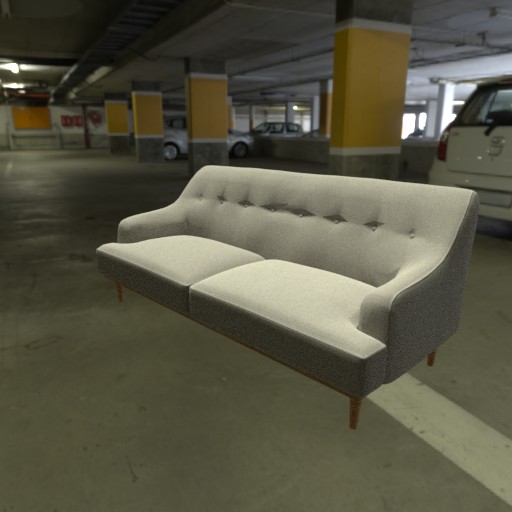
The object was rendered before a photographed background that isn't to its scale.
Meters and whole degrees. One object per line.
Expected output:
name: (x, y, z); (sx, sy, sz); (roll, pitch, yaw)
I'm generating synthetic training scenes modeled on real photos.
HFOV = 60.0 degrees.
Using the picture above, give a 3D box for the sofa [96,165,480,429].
sofa: (0.000, 0.000, 2.509); (0.978, 0.871, 2.057); (-15, 22, -42)
